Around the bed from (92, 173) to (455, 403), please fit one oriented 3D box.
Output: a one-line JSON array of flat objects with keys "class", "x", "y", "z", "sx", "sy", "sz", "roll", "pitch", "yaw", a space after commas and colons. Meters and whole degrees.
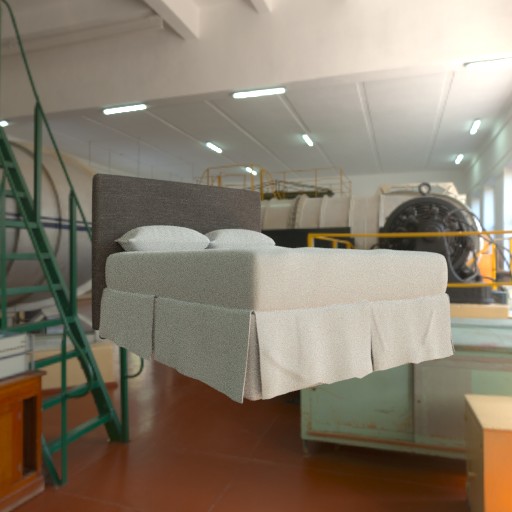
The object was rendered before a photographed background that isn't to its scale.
[{"class": "bed", "x": 0.000, "y": 0.000, "z": 3.211, "sx": 1.723, "sy": 1.330, "sz": 2.142, "roll": 0, "pitch": 0, "yaw": -37}]
